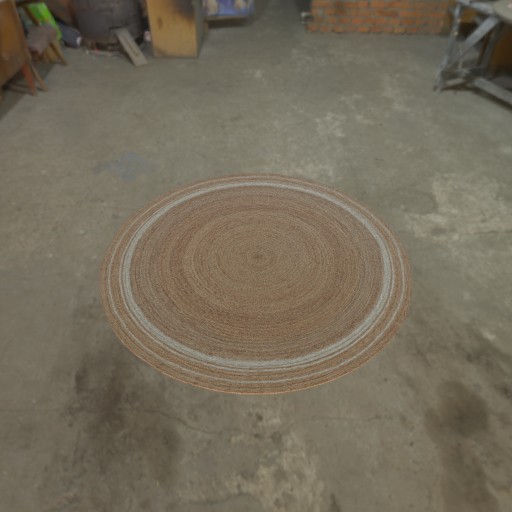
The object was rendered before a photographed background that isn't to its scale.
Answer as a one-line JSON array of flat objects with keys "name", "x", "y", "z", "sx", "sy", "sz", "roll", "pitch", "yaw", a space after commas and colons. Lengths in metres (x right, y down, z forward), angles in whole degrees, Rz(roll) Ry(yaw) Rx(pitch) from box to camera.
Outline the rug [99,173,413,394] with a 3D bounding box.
[{"name": "rug", "x": 0.000, "y": 0.000, "z": 3.569, "sx": 2.444, "sy": 0.015, "sz": 2.444, "roll": 0, "pitch": 43, "yaw": 0}]
